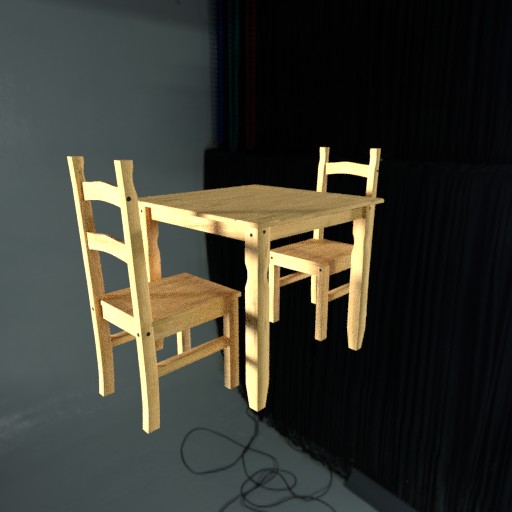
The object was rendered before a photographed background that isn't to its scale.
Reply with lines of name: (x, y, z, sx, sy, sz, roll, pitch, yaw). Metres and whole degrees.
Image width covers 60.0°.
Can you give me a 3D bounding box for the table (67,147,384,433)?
table: (0.000, 0.000, 2.056, 0.813, 0.942, 1.501, 15, 21, 42)
